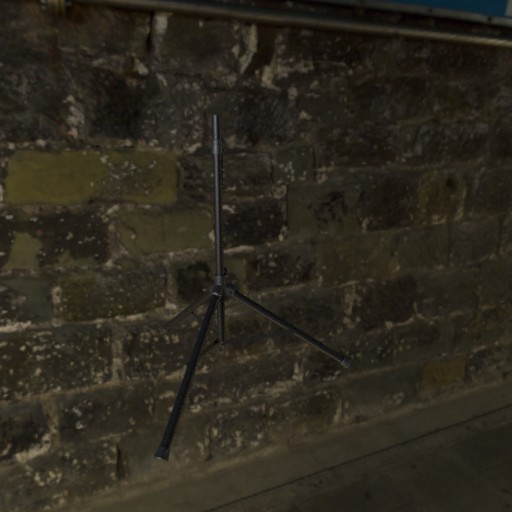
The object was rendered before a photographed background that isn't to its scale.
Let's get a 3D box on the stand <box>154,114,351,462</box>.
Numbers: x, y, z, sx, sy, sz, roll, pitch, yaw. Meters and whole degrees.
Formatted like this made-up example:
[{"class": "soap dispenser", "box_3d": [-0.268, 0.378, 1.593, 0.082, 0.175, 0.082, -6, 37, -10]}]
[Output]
[{"class": "stand", "box_3d": [0.000, 0.000, 1.873, 0.907, 1.136, 1.045, -2, 16, -9]}]
